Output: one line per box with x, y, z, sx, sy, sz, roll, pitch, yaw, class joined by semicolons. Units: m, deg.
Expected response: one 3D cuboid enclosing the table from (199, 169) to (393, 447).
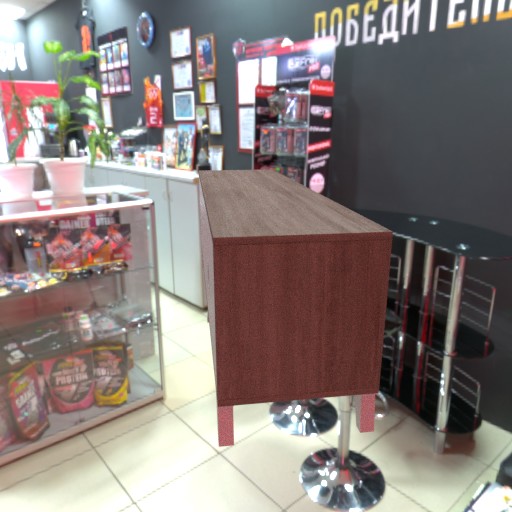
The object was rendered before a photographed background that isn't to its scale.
0.000;0.000;1.746;0.400;0.530;1.500;-2;16;-8;table
